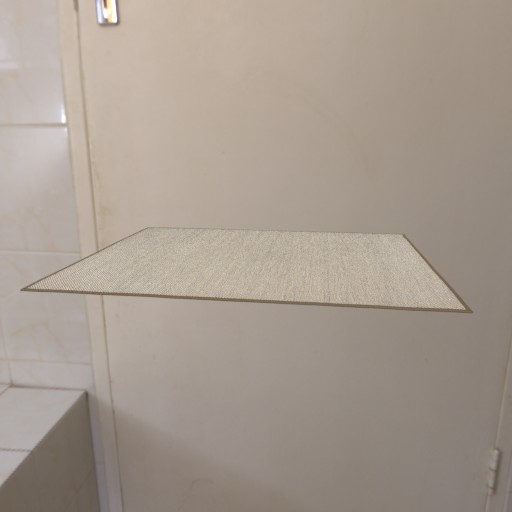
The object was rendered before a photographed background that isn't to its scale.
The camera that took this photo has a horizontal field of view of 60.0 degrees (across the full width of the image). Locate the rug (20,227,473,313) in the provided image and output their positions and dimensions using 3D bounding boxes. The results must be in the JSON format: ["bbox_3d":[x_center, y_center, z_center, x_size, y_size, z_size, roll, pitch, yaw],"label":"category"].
[{"bbox_3d":[0.000,0.000,4.051,3.041,0.020,2.413,2,14,8],"label":"rug"}]
